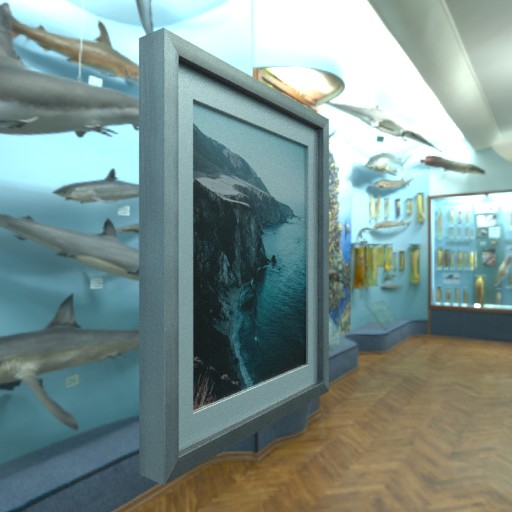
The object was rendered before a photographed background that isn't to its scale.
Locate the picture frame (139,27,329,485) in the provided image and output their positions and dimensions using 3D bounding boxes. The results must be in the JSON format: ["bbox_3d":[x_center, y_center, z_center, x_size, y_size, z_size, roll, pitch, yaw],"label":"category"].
[{"bbox_3d":[0.000,0.000,0.734,0.046,0.555,0.449,0,0,35],"label":"picture frame"}]
